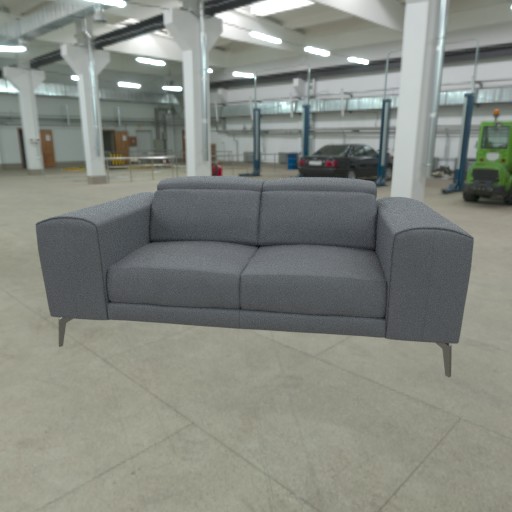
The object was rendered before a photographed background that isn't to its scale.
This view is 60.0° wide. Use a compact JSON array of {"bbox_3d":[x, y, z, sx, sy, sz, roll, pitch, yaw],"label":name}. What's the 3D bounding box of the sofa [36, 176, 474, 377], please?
[{"bbox_3d":[0.000,0.000,2.372,1.895,0.779,1.003,2,15,9],"label":"sofa"}]
